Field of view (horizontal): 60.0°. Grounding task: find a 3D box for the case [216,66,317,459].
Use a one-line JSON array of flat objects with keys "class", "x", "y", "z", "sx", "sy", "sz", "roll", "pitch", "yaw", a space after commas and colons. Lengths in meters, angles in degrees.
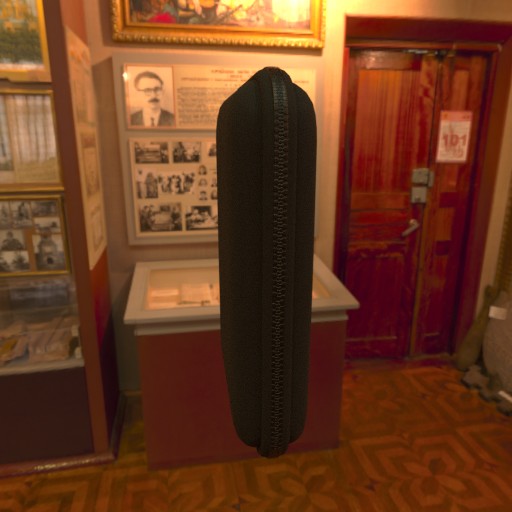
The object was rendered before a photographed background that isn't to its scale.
[{"class": "case", "x": 0.000, "y": 0.000, "z": 0.197, "sx": 0.030, "sy": 0.147, "sz": 0.107, "roll": -2, "pitch": 16, "yaw": -8}]
